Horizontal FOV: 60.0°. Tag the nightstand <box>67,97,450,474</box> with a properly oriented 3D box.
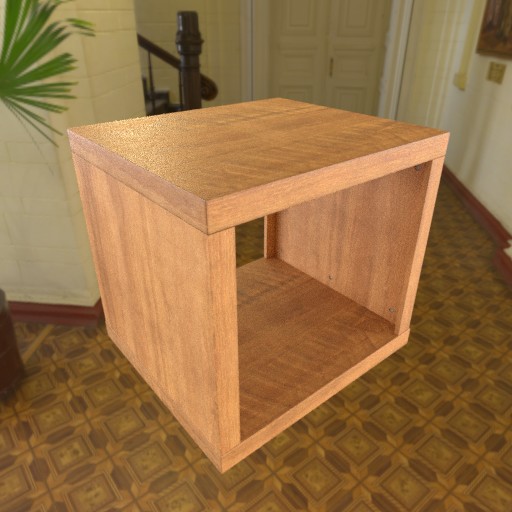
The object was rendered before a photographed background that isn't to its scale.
[{"bbox_3d":[0.000,0.000,0.872,0.493,0.491,0.436,-22,36,-34],"label":"nightstand"}]
